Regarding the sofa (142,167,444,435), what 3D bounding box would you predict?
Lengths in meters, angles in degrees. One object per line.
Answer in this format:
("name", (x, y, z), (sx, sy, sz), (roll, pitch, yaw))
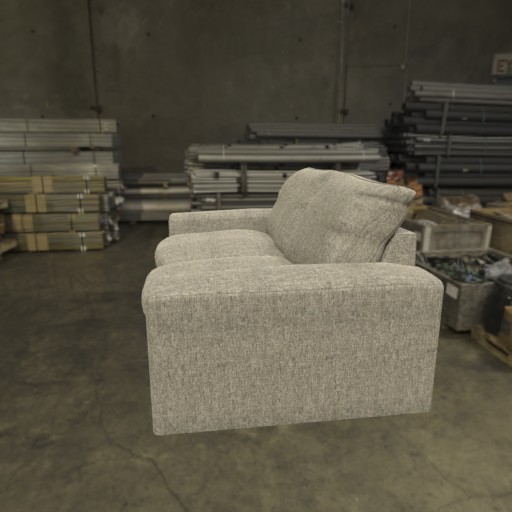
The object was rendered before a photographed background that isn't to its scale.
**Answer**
("sofa", (0.000, 0.000, 2.342), (1.094, 0.877, 1.758), (-2, 14, -8))
